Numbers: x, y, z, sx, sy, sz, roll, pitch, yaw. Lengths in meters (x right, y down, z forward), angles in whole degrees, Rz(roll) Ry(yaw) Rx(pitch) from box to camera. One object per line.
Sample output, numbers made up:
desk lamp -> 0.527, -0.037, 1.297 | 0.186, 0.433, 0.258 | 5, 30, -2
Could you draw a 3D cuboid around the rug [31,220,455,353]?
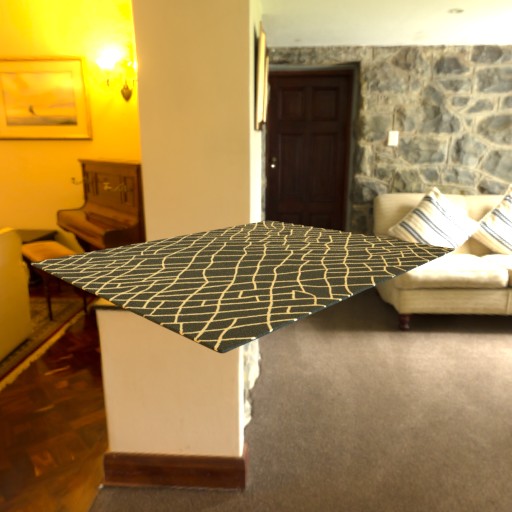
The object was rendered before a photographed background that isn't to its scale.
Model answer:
rug -> 0.000, 0.000, 4.031 | 2.439, 0.022, 3.047 | 13, 19, 42
